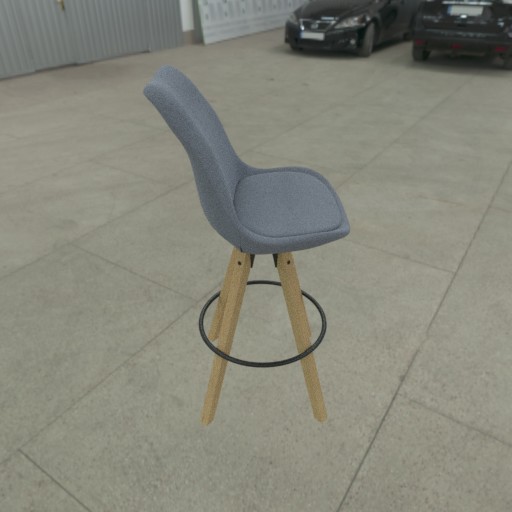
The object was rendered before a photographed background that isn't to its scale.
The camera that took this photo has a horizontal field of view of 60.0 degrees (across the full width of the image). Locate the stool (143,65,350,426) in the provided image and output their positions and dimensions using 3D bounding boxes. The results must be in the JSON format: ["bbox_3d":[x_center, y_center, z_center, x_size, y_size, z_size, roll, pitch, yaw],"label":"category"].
[{"bbox_3d":[0.000,0.000,1.438,0.550,1.115,0.485,-1,33,-1],"label":"stool"}]
